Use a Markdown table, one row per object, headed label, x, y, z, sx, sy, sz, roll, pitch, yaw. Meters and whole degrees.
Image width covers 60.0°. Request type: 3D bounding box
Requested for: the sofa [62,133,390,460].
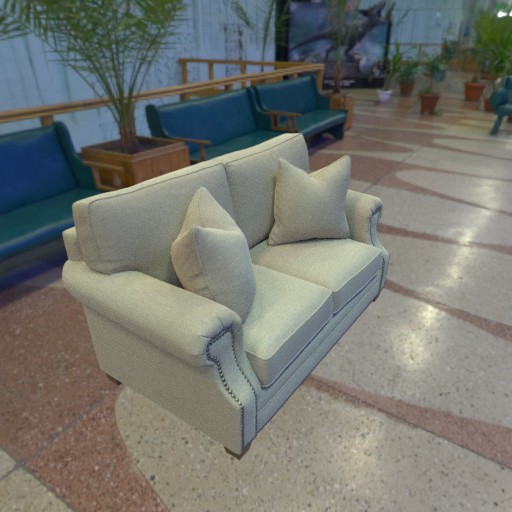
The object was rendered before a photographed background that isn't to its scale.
| label | x | y | z | sx | sy | sz | roll | pitch | yaw |
| --- | --- | --- | --- | --- | --- | --- | --- | --- | --- |
| sofa | 0.000 | 0.000 | 2.328 | 0.966 | 0.966 | 1.701 | 18 | 32 | 31 |
